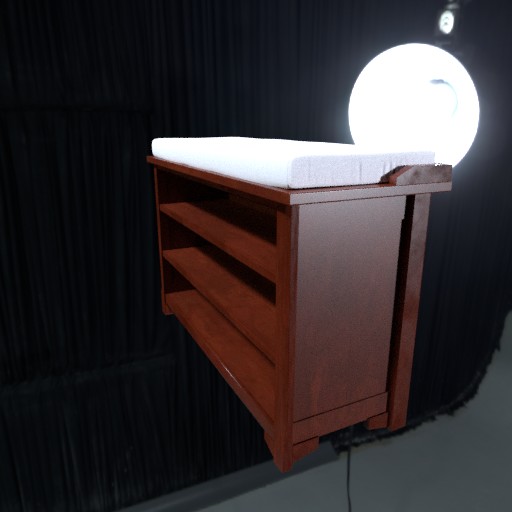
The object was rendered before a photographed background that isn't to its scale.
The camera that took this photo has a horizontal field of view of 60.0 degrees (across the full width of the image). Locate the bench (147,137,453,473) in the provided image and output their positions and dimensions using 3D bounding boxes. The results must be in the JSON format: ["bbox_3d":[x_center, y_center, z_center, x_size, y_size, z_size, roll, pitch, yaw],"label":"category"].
[{"bbox_3d":[0.000,0.000,1.288,0.369,0.646,0.987,-8,18,-25],"label":"bench"}]
